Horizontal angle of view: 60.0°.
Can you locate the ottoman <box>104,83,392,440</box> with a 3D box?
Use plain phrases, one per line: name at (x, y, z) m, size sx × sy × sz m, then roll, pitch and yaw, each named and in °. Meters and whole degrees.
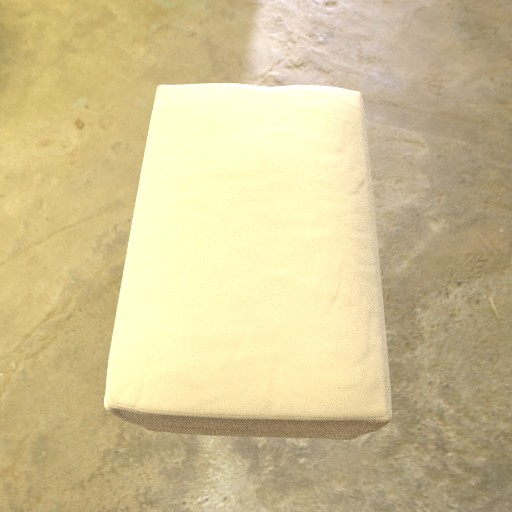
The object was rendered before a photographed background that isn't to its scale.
ottoman at (0.000, 0.000, 1.163) m, size 0.590 × 0.444 × 0.872 m, roll 2°, pitch 65°, yaw 1°
